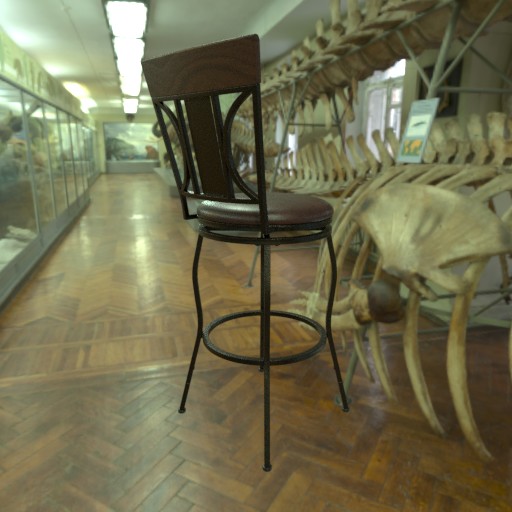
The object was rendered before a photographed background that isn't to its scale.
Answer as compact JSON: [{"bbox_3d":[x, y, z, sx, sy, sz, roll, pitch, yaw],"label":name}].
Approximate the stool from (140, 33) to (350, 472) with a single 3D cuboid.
[{"bbox_3d":[0.000,0.000,1.385,0.448,1.130,0.513,13,19,43],"label":"stool"}]
